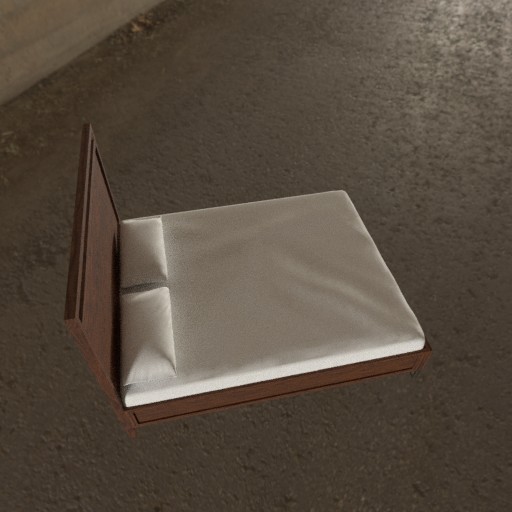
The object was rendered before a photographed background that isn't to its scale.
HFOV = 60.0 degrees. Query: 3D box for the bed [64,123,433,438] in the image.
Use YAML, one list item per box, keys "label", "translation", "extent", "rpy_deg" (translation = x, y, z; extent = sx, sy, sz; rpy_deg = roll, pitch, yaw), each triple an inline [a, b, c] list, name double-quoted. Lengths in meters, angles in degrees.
- label: "bed"
  translation: [0.000, 0.000, 3.365]
  extent: [2.218, 1.487, 1.765]
  rpy_deg: [-9, 48, -8]
